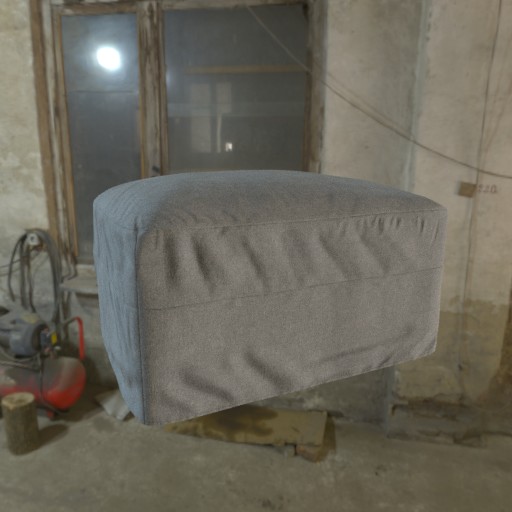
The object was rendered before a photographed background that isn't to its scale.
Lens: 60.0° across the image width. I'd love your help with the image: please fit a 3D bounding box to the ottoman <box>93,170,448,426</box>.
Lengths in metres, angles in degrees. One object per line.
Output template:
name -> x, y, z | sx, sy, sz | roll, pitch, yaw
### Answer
ottoman -> 0.000, 0.000, 1.265 | 0.837, 0.481, 0.683 | -6, 14, -25
